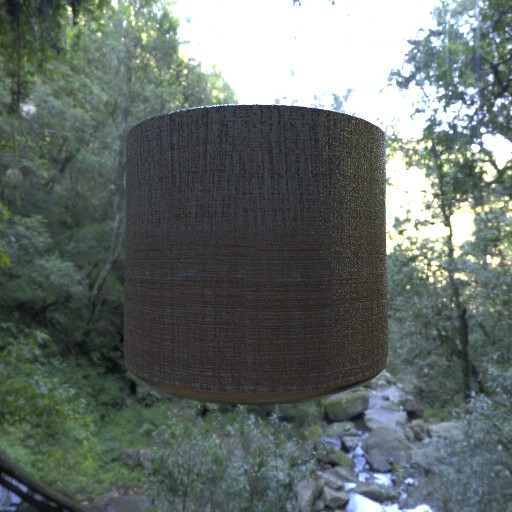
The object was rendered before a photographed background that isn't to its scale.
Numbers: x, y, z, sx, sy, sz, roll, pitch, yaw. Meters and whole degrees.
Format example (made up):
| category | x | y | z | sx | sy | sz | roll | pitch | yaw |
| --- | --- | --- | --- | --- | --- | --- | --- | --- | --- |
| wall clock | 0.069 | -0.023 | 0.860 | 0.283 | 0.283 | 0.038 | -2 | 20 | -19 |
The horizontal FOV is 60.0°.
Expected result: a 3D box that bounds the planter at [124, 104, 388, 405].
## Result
| category | x | y | z | sx | sy | sz | roll | pitch | yaw |
| --- | --- | --- | --- | --- | --- | --- | --- | --- | --- |
| planter | 0.000 | 0.000 | 0.190 | 0.109 | 0.096 | 0.109 | 0 | 0 | 0 |
